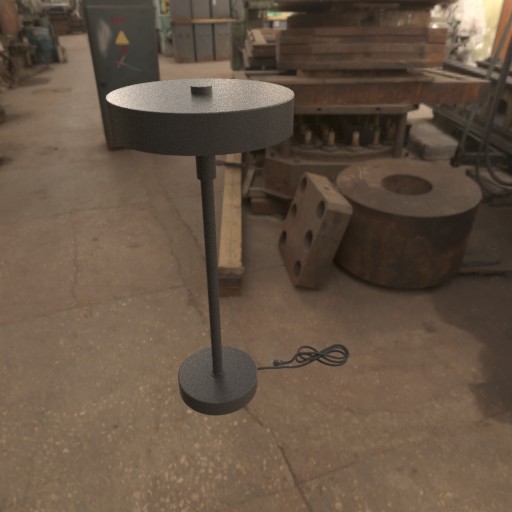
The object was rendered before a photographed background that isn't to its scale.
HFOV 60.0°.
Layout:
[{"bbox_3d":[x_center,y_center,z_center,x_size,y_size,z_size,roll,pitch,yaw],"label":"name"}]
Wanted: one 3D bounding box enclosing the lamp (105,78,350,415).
[{"bbox_3d":[0.000,0.000,0.689,0.369,0.508,0.229,-9,31,-15],"label":"lamp"}]
